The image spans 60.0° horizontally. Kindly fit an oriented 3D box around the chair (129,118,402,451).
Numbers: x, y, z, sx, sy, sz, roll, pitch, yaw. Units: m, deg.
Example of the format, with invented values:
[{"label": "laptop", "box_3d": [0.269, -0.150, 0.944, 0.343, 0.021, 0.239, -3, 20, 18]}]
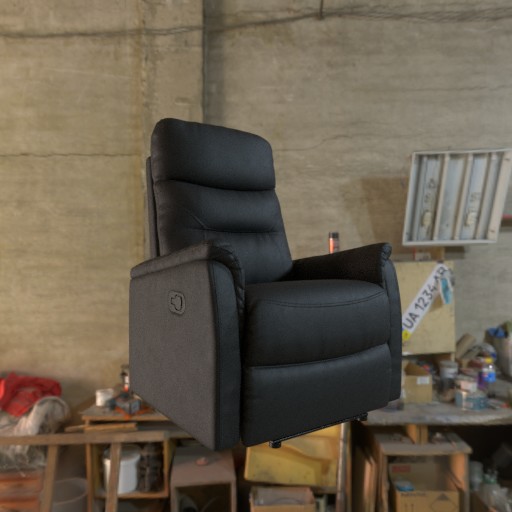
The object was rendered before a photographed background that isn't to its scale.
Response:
[{"label": "chair", "box_3d": [0.000, 0.000, 1.646, 0.775, 1.082, 0.831, 0, 0, -35]}]
